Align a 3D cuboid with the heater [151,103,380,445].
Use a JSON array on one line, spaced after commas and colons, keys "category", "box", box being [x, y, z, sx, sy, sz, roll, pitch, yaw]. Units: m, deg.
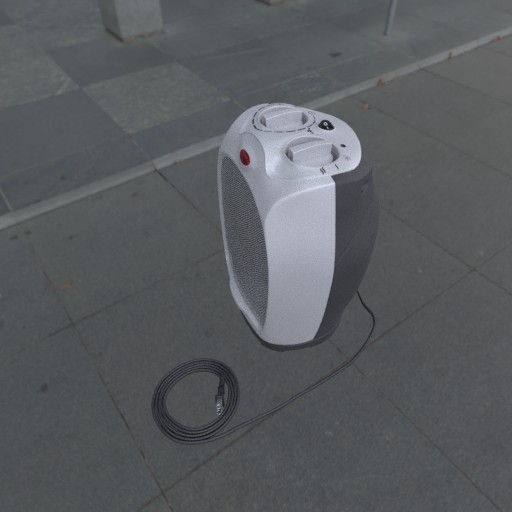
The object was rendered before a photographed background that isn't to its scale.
[{"category": "heater", "box": [0.000, 0.000, 0.467, 0.291, 0.255, 0.239, -16, 48, -15]}]
